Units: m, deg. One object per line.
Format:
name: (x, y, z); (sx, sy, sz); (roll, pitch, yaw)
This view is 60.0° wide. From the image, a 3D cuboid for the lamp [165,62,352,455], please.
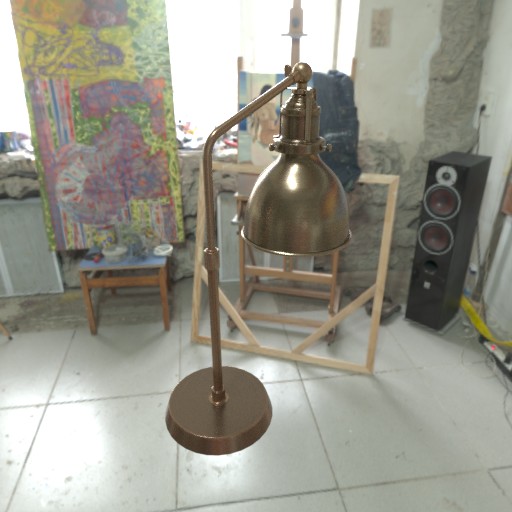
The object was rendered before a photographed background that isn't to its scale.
lamp: (0.000, 0.000, 0.573); (0.286, 0.456, 0.153); (-19, 32, -33)
